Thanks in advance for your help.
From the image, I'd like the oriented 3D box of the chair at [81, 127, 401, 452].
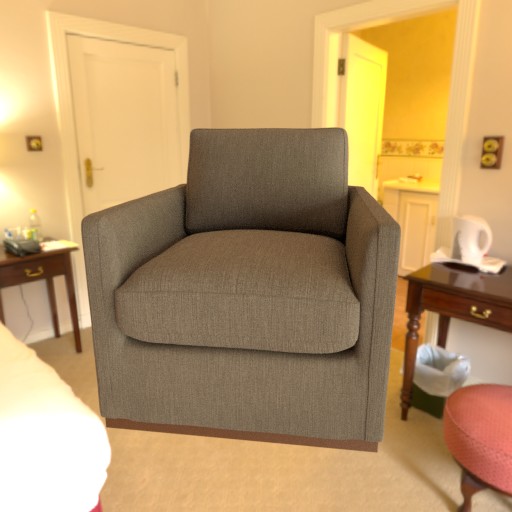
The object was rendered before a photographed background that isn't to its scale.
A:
[{"bbox_3d":[0.000,0.000,1.437,0.763,0.811,0.834,2,15,8],"label":"chair"}]
